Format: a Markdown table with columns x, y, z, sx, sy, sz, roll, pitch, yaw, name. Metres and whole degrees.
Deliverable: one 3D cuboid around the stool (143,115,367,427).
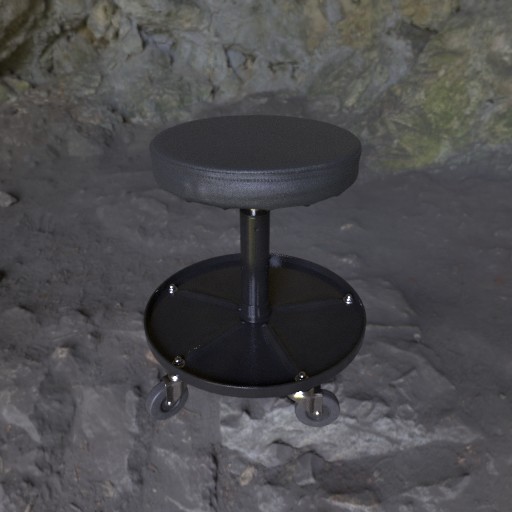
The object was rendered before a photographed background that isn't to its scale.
| x | y | z | sx | sy | sz | roll | pitch | yaw | name |
| --- | --- | --- | --- | --- | --- | --- | --- | --- | --- |
| 0.000 | 0.000 | 0.671 | 0.381 | 0.365 | 0.382 | -9 | 31 | -14 | stool |
